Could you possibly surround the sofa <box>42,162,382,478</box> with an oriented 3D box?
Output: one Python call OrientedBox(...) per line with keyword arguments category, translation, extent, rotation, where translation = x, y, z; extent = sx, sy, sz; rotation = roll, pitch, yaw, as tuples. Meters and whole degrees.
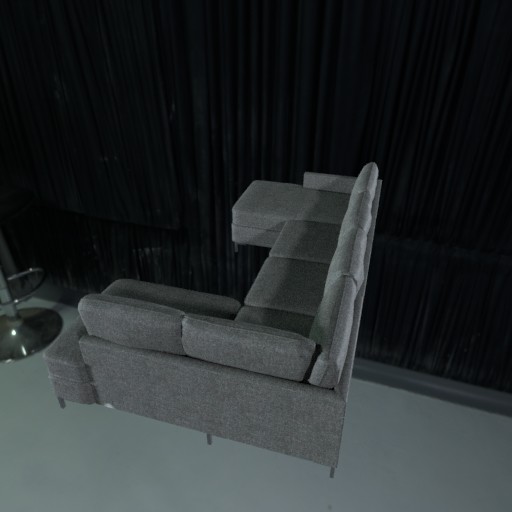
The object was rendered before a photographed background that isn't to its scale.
OrientedBox(category="sofa", translation=(0.000, 0.000, 4.152), extent=(2.048, 0.999, 3.423), rotation=(9, 33, 14))
